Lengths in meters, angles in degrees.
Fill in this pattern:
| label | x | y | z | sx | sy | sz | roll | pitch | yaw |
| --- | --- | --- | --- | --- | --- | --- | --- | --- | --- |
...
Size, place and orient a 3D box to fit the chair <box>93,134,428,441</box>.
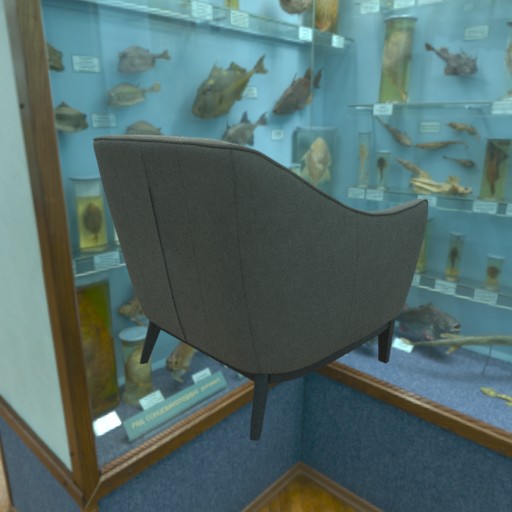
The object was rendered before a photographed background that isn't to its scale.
| label | x | y | z | sx | sy | sz | roll | pitch | yaw |
| --- | --- | --- | --- | --- | --- | --- | --- | --- | --- |
| chair | 0.000 | 0.000 | 1.549 | 0.871 | 0.830 | 0.852 | 16 | 23 | 42 |
